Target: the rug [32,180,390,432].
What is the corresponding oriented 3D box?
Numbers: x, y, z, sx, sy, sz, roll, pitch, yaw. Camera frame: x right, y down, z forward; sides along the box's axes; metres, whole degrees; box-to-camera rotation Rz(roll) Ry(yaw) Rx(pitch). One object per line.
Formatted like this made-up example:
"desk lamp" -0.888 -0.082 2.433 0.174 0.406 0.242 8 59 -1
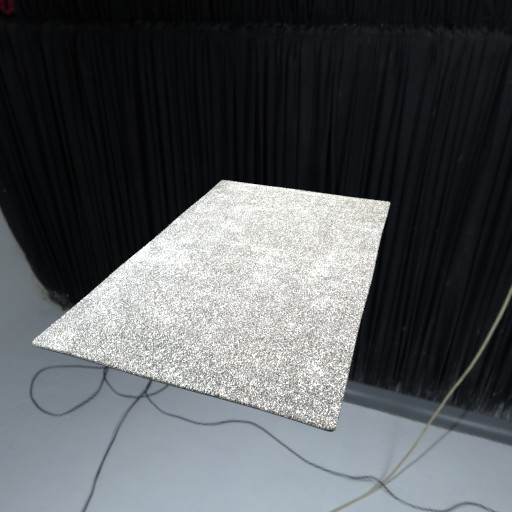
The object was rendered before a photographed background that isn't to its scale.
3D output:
"rug" 0.000 0.000 2.906 1.502 0.025 2.350 10 32 17
